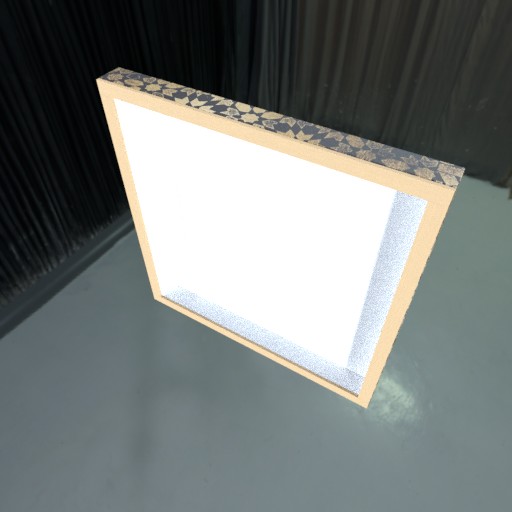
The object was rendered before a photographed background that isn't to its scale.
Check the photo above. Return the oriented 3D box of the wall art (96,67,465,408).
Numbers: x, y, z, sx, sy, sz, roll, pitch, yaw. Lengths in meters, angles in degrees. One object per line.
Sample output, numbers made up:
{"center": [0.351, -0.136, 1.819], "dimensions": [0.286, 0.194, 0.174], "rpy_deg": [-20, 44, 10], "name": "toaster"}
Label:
{"center": [0.000, 0.000, 0.594], "dimensions": [0.405, 0.405, 0.038], "rpy_deg": [23, 50, 21], "name": "wall art"}
